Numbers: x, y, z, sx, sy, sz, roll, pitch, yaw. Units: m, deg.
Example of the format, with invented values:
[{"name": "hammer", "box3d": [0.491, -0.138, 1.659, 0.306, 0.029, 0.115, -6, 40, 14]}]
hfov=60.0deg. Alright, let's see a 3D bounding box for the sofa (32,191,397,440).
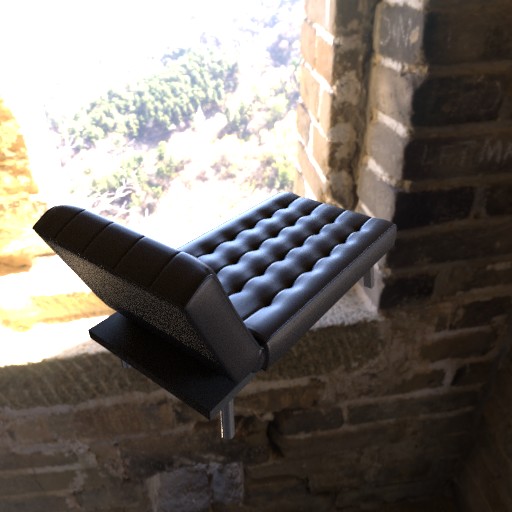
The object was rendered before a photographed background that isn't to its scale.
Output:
[{"name": "sofa", "box3d": [0.000, 0.000, 2.028, 0.760, 0.820, 1.560, 22, 37, 31]}]
